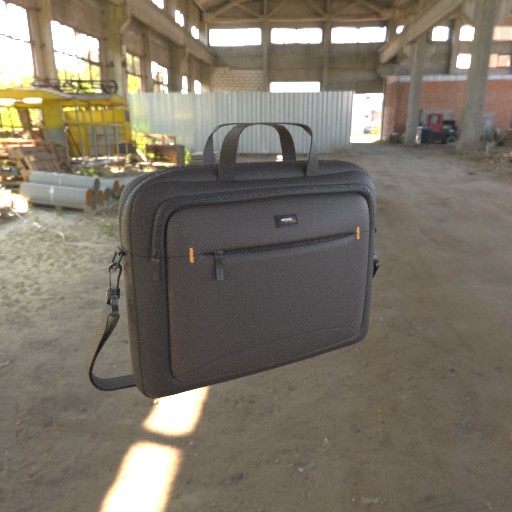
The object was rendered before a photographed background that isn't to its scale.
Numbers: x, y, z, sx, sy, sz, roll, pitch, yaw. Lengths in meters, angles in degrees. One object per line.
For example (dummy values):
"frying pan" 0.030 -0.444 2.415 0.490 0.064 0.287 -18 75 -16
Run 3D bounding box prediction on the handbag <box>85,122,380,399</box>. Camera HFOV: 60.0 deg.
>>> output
"handbag" 0.000 0.000 0.573 0.429 0.330 0.126 -8 18 -27
